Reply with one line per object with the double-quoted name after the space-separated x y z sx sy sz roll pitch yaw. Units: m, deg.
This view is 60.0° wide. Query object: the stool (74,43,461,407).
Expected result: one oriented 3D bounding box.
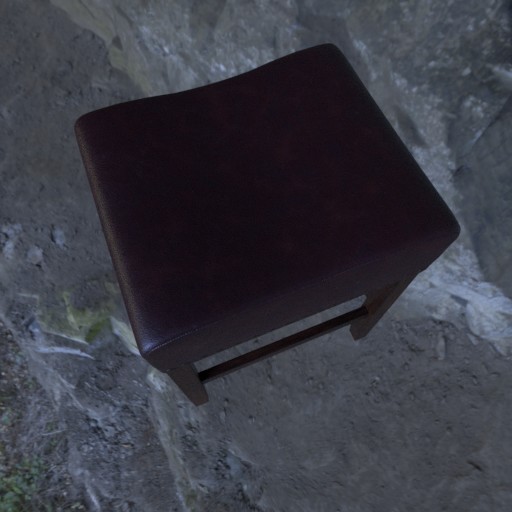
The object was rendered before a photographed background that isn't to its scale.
0.000 0.000 0.903 0.465 0.608 0.397 -20 66 -9 "stool"
